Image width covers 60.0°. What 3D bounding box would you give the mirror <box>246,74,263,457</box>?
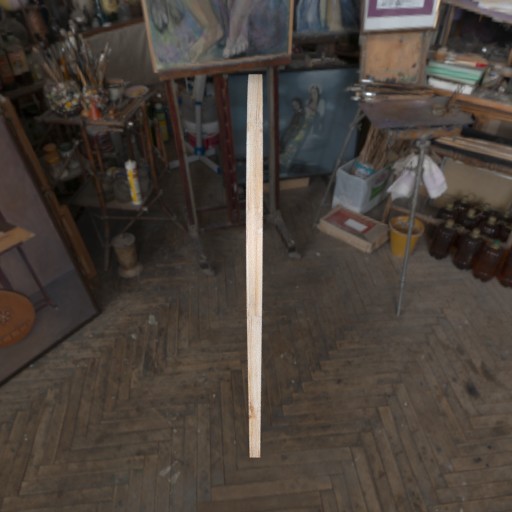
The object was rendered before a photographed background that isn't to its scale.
[{"bbox_3d":[0.000,0.000,1.187,0.032,0.920,0.660,0,41,0],"label":"mirror"}]
